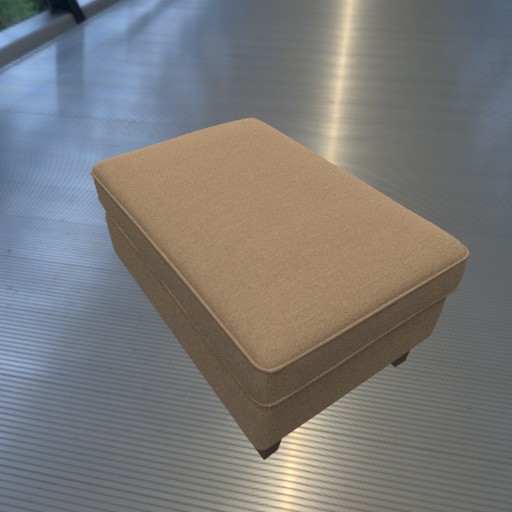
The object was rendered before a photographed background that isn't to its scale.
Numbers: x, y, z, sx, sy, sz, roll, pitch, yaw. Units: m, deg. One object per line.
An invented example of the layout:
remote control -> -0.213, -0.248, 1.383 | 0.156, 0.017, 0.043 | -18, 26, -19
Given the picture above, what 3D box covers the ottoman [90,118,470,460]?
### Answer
ottoman -> 0.000, 0.000, 1.328 | 0.636, 0.521, 0.945 | -24, 46, -26
